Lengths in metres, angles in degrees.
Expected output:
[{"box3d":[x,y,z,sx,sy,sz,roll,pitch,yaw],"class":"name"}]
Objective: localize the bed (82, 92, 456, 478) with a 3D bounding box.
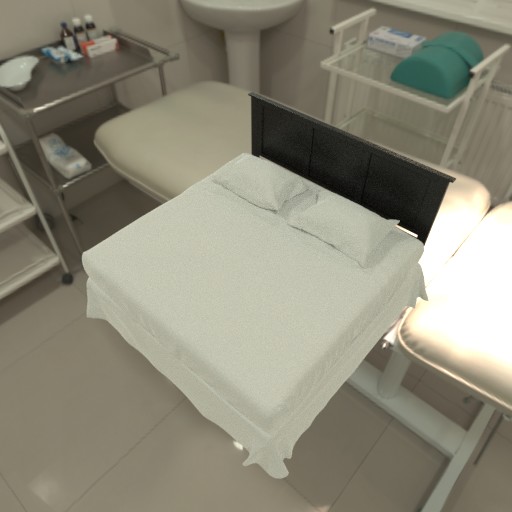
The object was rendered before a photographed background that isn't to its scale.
[{"box3d":[0.000,0.000,3.559,2.315,1.271,2.219,33,55,27],"class":"bed"}]
